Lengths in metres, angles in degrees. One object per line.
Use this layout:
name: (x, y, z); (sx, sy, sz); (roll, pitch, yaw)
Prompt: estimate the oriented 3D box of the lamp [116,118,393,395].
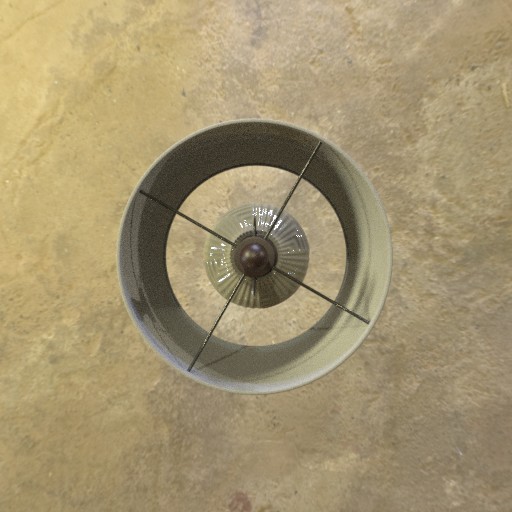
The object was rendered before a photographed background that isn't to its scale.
lamp: (0.000, 0.000, 0.756); (0.318, 0.567, 0.318); (0, 90, 0)
